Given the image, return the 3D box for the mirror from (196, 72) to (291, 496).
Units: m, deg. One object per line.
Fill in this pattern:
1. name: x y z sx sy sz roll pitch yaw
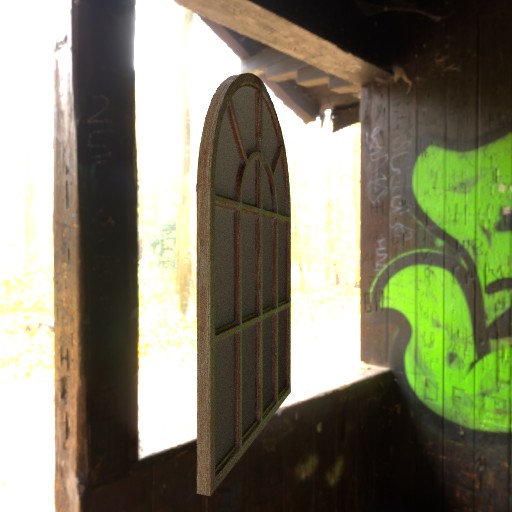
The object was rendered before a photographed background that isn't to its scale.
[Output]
1. mirror: 0.000 0.000 1.169 0.032 0.920 0.660 0 1 18
